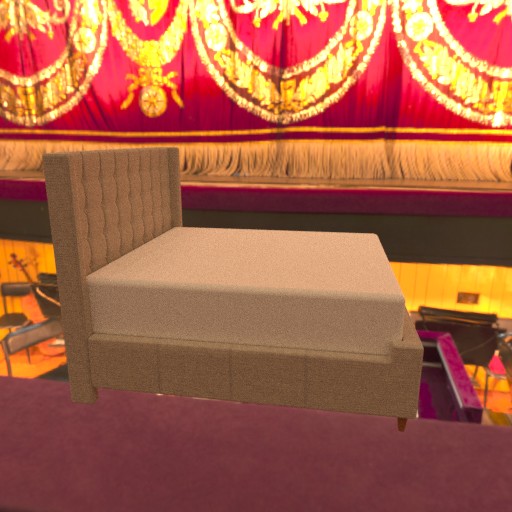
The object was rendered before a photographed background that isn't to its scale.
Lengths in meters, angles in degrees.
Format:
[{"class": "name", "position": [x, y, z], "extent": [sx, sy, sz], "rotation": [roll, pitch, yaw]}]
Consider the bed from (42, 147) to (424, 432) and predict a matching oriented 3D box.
[{"class": "bed", "position": [0.000, 0.000, 3.720], "extent": [2.370, 1.743, 2.045], "rotation": [3, 15, 9]}]
